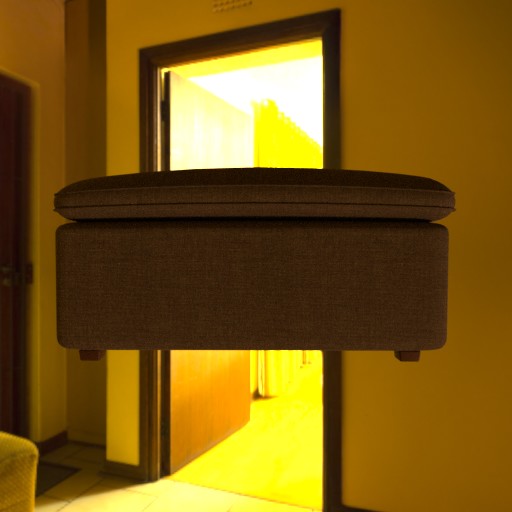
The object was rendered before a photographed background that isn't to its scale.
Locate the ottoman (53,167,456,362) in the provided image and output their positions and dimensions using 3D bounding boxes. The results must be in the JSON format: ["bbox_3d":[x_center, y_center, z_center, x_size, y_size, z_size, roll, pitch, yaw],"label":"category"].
[{"bbox_3d":[0.000,0.000,1.646,1.067,0.559,1.067,0,0,1],"label":"ottoman"}]
